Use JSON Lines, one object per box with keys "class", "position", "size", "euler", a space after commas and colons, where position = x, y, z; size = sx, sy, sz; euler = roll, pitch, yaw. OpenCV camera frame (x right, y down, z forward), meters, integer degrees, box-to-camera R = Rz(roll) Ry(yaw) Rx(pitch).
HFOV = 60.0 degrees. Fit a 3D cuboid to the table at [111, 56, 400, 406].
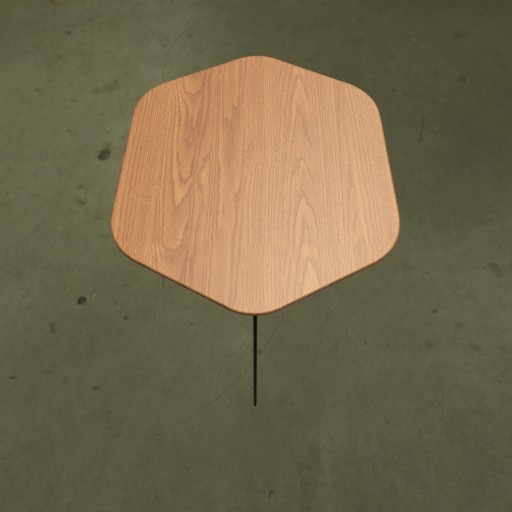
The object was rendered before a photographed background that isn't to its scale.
{"class": "table", "position": [0.000, 0.000, 0.905], "size": [0.400, 0.562, 0.500], "euler": [0, 59, 0]}
